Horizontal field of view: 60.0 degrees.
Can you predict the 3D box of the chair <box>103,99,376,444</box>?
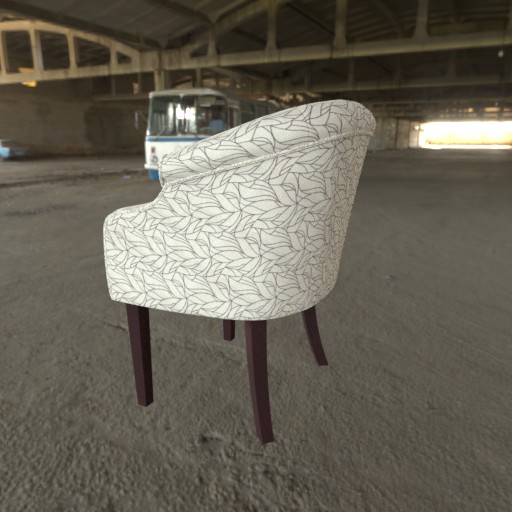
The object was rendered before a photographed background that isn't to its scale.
[{"bbox_3d":[0.000,0.000,1.319,0.613,0.858,0.686,8,17,26],"label":"chair"}]
